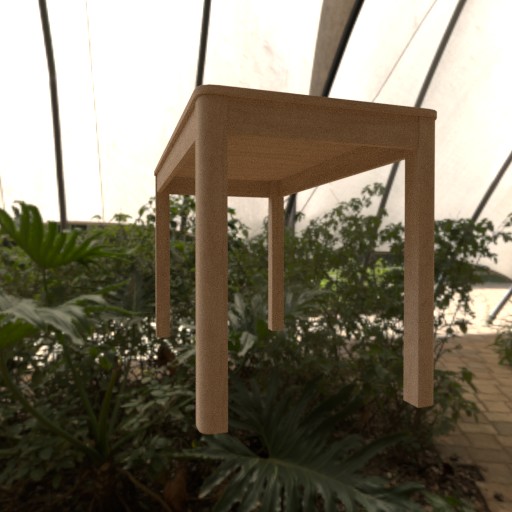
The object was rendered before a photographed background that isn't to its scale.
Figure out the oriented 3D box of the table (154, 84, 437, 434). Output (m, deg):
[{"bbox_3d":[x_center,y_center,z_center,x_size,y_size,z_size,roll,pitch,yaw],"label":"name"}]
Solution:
[{"bbox_3d":[0.000,0.000,1.902,0.750,0.900,1.400,0,1,-18],"label":"table"}]
